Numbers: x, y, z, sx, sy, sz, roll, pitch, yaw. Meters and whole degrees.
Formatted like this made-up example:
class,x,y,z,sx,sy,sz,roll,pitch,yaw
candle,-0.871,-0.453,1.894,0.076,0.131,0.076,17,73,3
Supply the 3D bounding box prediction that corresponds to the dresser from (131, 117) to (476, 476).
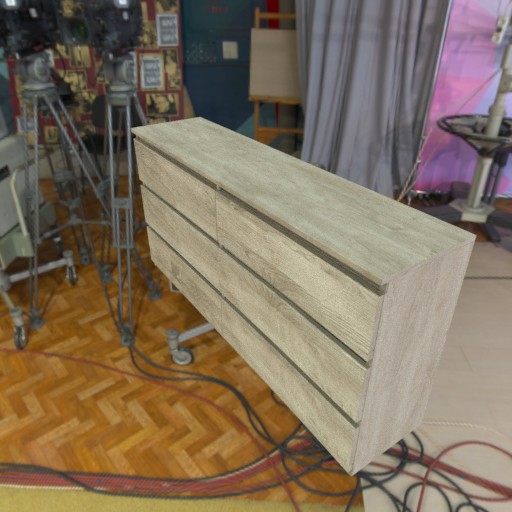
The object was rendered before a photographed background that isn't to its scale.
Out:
class,x,y,z,sx,sy,sz,roll,pitch,yaw
dresser,0.000,0.000,1.895,0.390,0.795,1.590,-20,37,-29
